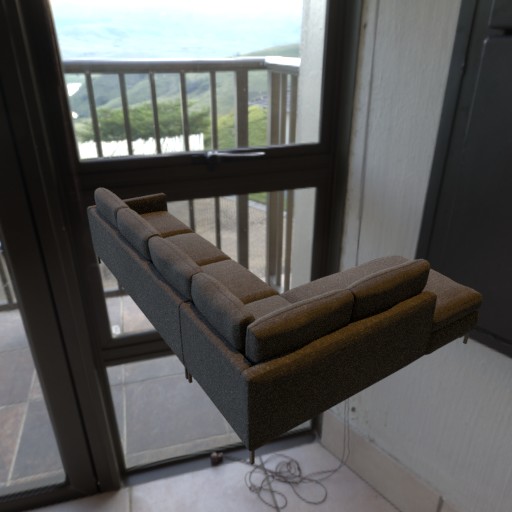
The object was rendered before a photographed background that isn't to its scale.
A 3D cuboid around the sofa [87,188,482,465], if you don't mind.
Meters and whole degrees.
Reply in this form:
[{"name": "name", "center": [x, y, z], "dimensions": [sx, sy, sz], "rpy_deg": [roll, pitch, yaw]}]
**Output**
[{"name": "sofa", "center": [0.000, 0.000, 3.770], "dimensions": [2.007, 0.815, 2.949], "rpy_deg": [-16, 31, -30]}]
